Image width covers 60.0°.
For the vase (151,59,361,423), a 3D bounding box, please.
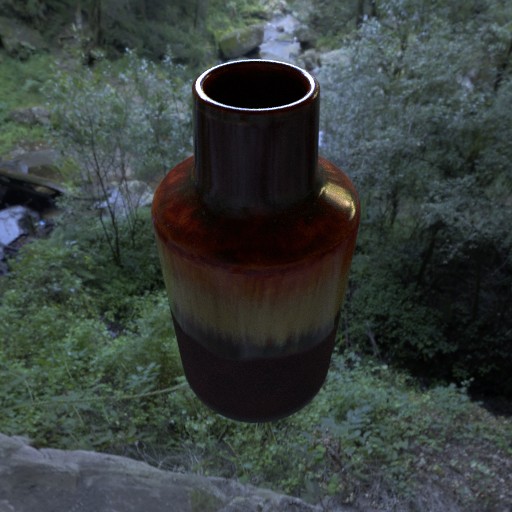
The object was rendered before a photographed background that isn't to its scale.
[{"bbox_3d":[0.000,0.000,0.257,0.108,0.204,0.108,0,45,0],"label":"vase"}]
